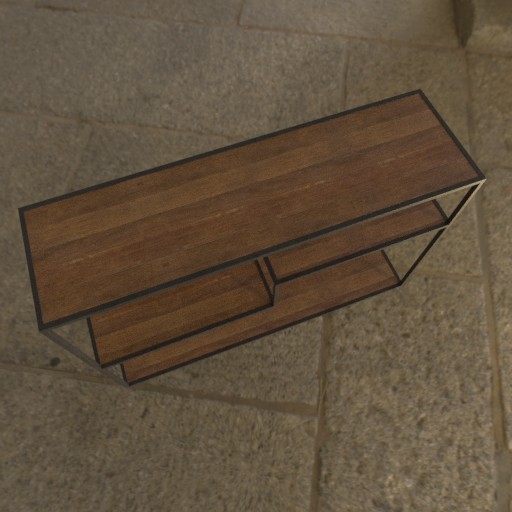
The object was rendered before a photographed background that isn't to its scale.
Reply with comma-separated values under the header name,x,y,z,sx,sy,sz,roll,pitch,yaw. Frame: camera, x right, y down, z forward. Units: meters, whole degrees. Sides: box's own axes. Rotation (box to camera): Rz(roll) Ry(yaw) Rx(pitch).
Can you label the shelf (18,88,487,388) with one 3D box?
name,x,y,z,sx,sy,sz,roll,pitch,yaw
shelf,0.000,0.000,1.522,1.201,0.765,0.361,-19,66,-9
